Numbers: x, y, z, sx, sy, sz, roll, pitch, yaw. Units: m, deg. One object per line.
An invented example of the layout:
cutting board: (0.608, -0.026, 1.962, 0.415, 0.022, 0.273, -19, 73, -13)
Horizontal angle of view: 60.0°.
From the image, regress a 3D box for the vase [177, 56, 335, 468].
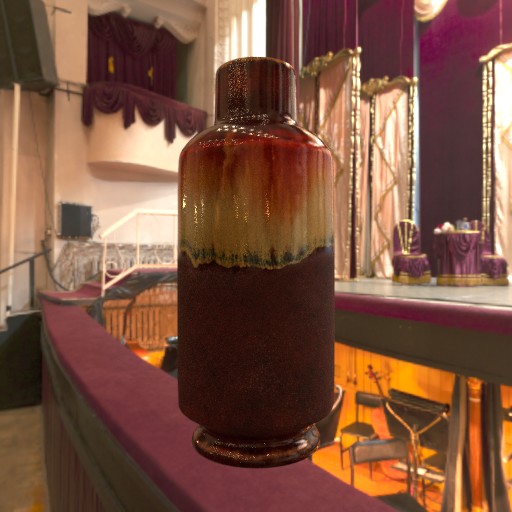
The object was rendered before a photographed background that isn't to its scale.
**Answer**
vase: (0.000, 0.000, 0.317, 0.111, 0.261, 0.111, 0, -1, 0)
